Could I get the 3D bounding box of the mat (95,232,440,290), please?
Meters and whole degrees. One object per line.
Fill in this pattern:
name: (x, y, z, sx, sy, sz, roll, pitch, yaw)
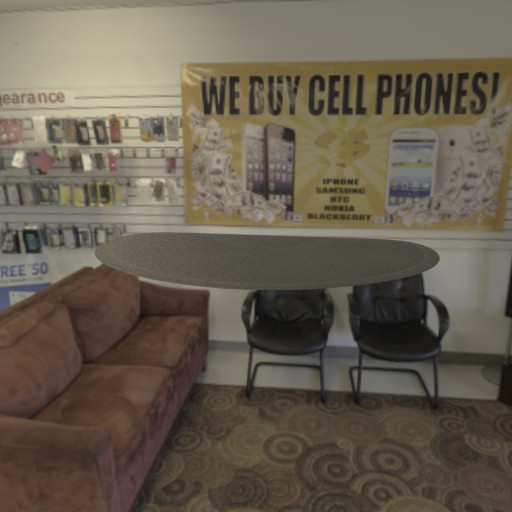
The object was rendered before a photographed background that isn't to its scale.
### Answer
mat: (0.000, 0.000, 1.863, 1.524, 0.013, 0.913, 2, 14, 9)
